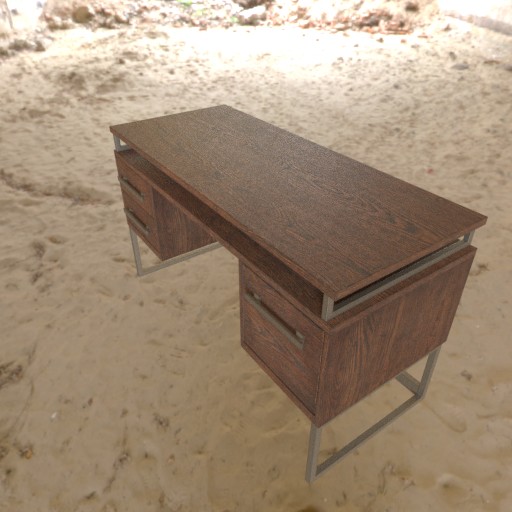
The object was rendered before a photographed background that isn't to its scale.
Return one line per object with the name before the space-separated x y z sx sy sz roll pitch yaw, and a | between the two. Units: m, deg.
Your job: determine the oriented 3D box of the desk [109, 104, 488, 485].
desk | 0.000 0.000 1.782 0.610 0.792 1.384 -22 40 -29
